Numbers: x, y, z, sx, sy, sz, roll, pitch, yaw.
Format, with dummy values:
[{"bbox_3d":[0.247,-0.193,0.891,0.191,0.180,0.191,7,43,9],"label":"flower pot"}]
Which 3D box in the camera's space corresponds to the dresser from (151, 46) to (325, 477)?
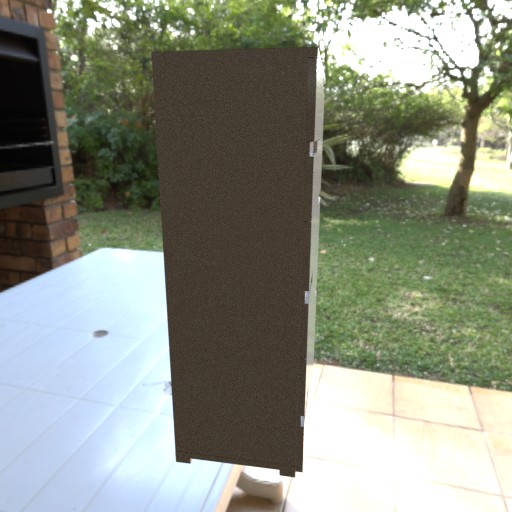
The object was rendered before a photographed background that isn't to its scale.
[{"bbox_3d":[0.000,0.000,1.508,0.400,1.190,0.650,3,16,10],"label":"dresser"}]
